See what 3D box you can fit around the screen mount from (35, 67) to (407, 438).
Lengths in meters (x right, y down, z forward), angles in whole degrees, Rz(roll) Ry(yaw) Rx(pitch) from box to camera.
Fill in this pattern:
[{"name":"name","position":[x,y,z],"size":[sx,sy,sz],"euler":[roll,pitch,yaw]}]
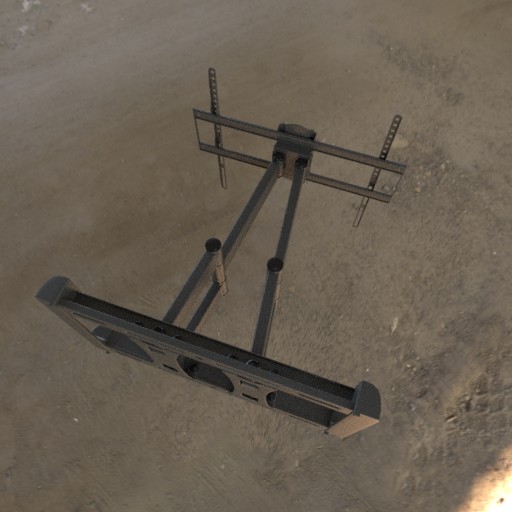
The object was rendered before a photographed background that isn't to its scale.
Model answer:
[{"name":"screen mount","position":[0.000,0.000,0.948],"size":[0.571,0.424,0.556],"euler":[18,65,9]}]
